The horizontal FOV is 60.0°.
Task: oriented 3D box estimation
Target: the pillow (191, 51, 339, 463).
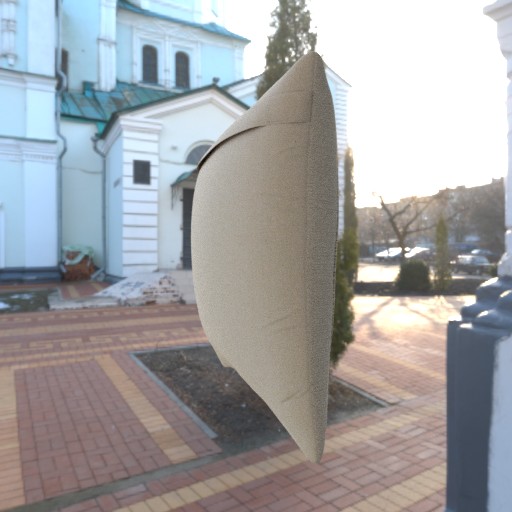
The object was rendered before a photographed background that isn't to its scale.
[{"bbox_3d":[0.000,0.000,0.621,0.173,0.406,0.405,0,1,-17],"label":"pillow"}]
